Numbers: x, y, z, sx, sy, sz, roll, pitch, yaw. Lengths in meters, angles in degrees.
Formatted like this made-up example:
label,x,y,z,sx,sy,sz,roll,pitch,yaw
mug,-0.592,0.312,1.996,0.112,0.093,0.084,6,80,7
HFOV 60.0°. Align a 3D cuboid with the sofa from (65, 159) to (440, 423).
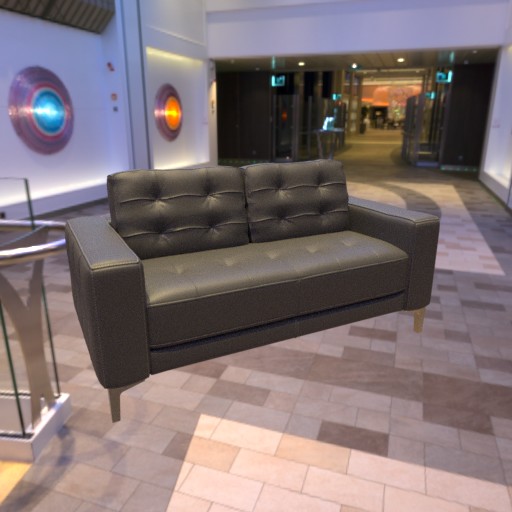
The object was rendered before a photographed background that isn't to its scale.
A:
label,x,y,z,sx,sy,sz,roll,pitch,yaw
sofa,0.000,0.000,2.258,1.726,0.893,0.833,-9,20,-26
